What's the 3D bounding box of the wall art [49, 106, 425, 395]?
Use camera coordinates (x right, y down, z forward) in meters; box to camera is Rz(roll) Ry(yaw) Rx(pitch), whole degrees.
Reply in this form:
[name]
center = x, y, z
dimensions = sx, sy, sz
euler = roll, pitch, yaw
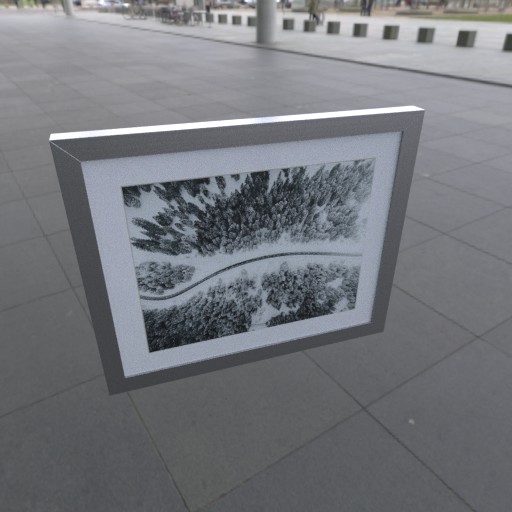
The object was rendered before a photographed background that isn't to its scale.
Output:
[wall art]
center = 0.000, 0.000, 0.760
dimensions = 0.557, 0.456, 0.032
euler = -9, 32, -16
